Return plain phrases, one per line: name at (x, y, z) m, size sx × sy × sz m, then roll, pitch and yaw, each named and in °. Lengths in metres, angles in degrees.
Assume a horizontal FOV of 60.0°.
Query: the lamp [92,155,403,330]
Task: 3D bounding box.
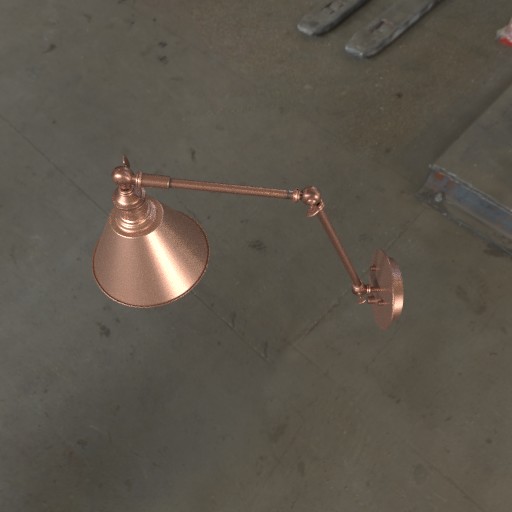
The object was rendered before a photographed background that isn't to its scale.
lamp at (0.000, 0.000, 0.867) m, size 0.624 × 0.502 × 0.223 m, roll -2°, pitch 59°, yaw -1°
